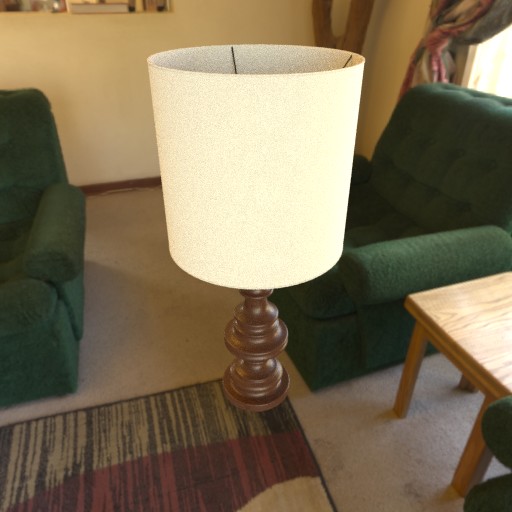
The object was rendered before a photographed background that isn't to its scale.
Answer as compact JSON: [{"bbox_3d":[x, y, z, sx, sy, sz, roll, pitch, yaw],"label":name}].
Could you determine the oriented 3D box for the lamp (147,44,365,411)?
[{"bbox_3d":[0.000,0.000,0.551,0.208,0.455,0.208,-20,37,-30],"label":"lamp"}]
